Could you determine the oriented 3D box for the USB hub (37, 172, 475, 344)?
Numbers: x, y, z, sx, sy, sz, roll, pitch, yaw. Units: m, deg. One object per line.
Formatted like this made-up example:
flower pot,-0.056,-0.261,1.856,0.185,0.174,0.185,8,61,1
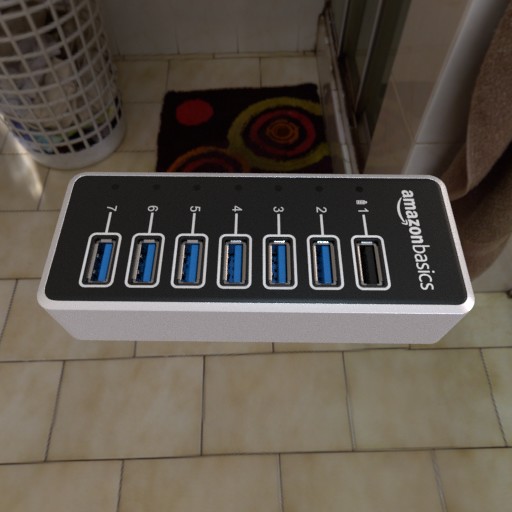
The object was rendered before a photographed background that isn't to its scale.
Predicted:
USB hub,0.000,0.000,0.129,0.110,0.023,0.044,1,60,0
